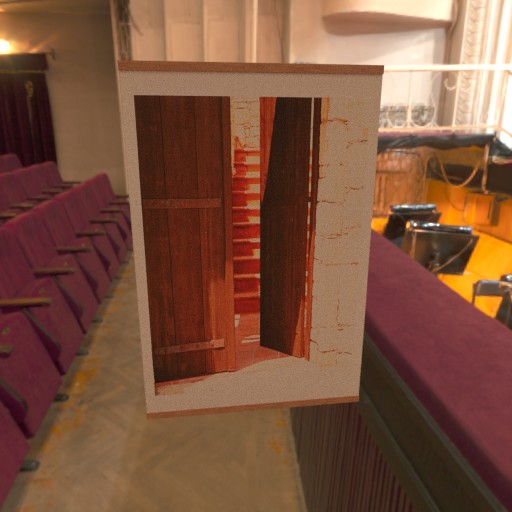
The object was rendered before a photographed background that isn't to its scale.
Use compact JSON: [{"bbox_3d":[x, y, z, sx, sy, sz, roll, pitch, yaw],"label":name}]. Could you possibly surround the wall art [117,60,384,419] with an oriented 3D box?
[{"bbox_3d":[0.000,0.000,1.894,1.019,1.527,0.019,-2,17,-8],"label":"wall art"}]
